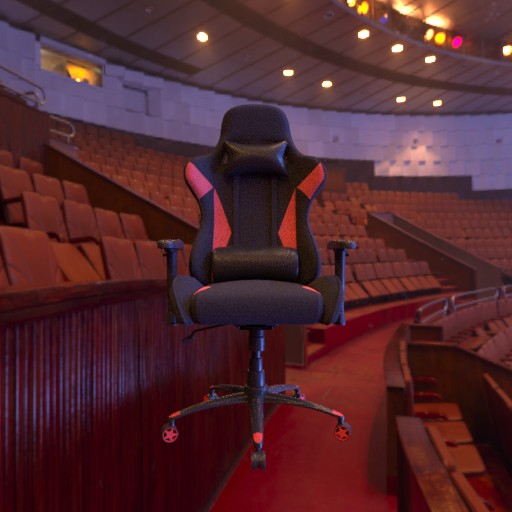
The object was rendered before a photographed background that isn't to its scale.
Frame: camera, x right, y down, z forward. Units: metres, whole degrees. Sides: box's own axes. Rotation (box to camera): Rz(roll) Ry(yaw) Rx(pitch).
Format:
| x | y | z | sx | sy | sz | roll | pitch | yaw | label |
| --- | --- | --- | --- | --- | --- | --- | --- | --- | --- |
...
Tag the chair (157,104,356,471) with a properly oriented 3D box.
| x | y | z | sx | sy | sz | roll | pitch | yaw | label |
| --- | --- | --- | --- | --- | --- | --- | --- | --- | --- |
| 0.000 | 0.000 | 1.677 | 0.695 | 1.326 | 0.658 | 0 | 0 | -1 | chair |
